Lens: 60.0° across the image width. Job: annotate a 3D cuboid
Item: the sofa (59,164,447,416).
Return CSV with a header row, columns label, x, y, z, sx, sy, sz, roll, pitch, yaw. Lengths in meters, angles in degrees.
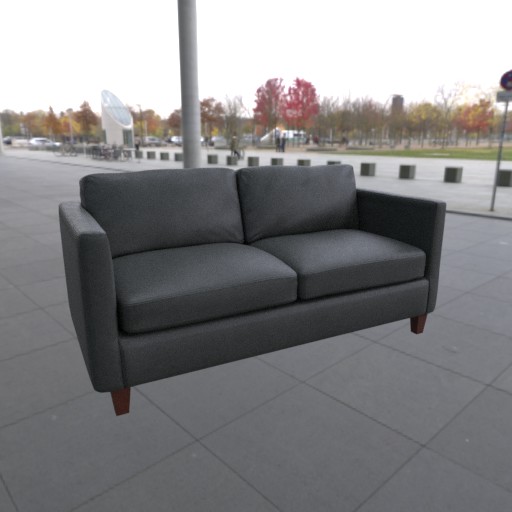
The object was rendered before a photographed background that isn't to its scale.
label,x,y,z,sx,sy,sz,roll,pitch,yaw
sofa,0.000,0.000,2.422,1.883,0.933,0.951,-8,17,-26
